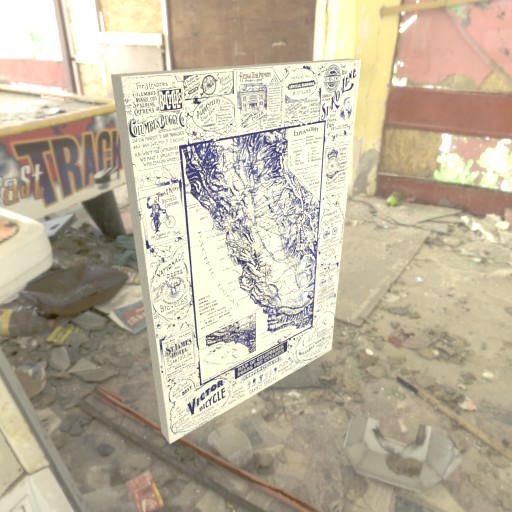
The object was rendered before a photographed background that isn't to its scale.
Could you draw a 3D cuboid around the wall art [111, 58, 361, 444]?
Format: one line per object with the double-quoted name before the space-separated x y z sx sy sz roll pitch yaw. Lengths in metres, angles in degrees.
"wall art" 0.000 0.000 0.950 0.511 0.753 0.039 -20 34 -33
